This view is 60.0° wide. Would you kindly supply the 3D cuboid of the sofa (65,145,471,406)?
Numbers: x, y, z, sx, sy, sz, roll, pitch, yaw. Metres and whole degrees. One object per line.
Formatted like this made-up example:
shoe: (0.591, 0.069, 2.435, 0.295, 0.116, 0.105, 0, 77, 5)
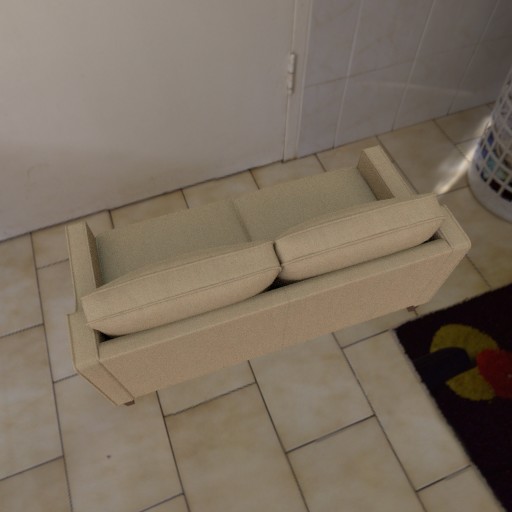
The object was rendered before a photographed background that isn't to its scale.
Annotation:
sofa: (0.000, 0.000, 2.832, 2.178, 1.071, 1.066, -16, 59, -10)
